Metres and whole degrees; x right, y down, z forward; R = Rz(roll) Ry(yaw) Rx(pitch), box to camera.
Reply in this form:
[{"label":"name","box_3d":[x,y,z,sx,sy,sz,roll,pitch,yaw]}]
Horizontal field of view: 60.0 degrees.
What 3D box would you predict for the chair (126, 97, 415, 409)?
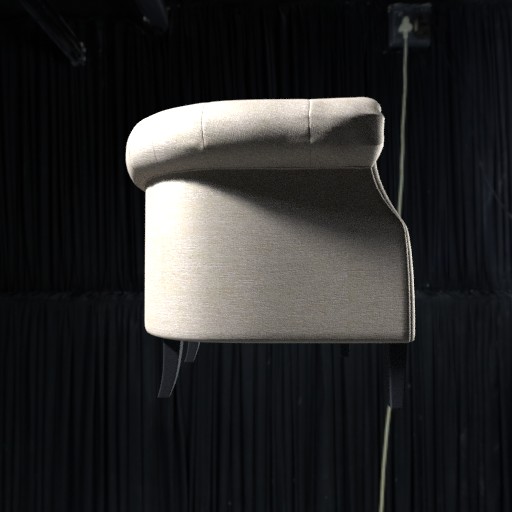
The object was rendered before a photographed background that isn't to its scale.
[{"label":"chair","box_3d":[0.000,0.000,1.538,0.852,0.827,0.905,0,-2,0]}]
